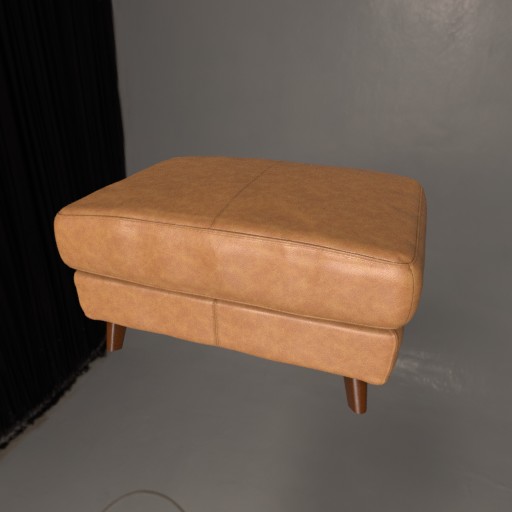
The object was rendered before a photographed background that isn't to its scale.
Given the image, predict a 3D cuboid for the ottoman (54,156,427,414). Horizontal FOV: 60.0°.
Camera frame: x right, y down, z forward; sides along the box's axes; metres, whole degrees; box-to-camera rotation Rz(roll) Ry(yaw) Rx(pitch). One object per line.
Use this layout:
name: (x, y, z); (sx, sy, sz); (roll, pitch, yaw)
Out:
ottoman: (0.000, 0.000, 1.249); (0.869, 0.461, 0.630); (9, 27, 18)
